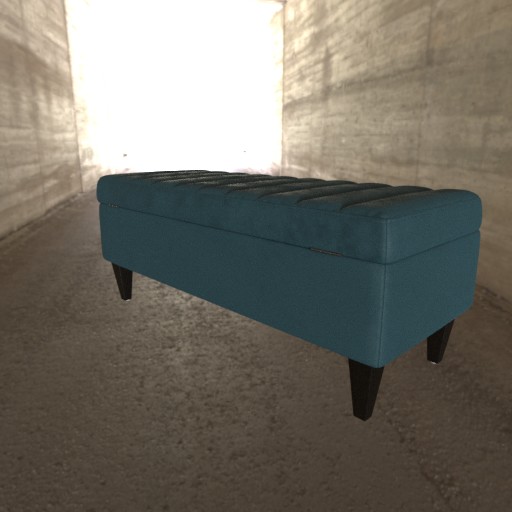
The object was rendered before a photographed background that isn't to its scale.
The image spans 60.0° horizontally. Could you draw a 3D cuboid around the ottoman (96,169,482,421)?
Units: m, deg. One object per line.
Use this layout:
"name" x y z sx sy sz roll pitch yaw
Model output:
"ottoman" 0.000 0.000 1.378 0.482 0.469 1.151 -14 20 -43
